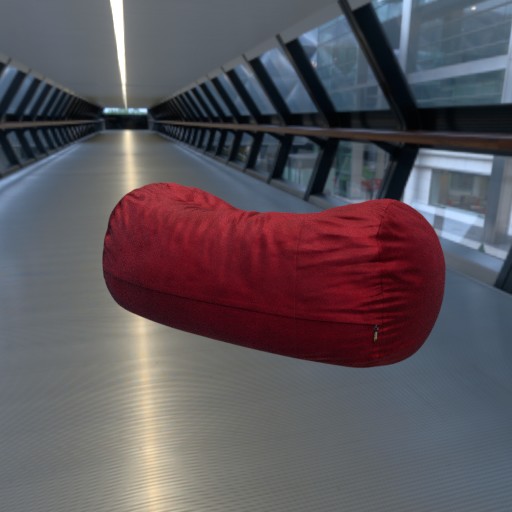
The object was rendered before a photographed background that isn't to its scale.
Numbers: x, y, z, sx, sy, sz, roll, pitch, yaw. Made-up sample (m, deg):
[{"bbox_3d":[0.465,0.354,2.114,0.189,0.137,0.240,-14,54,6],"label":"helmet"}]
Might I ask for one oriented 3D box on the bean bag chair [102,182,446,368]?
[{"bbox_3d":[0.000,0.000,2.897,2.293,0.867,1.216,9,18,28],"label":"bean bag chair"}]
